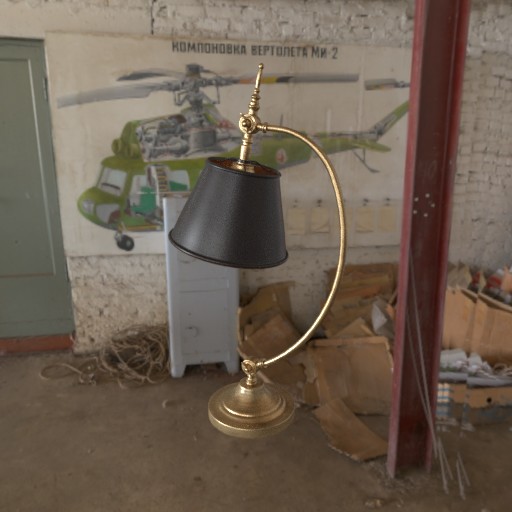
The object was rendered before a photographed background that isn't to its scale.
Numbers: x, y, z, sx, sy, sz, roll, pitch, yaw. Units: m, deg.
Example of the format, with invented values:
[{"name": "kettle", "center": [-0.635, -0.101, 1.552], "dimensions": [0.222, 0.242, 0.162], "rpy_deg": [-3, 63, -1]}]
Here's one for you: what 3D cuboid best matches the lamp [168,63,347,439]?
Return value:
[{"name": "lamp", "center": [0.000, 0.000, 0.837], "dimensions": [0.344, 0.675, 0.235], "rpy_deg": [7, 15, 26]}]
